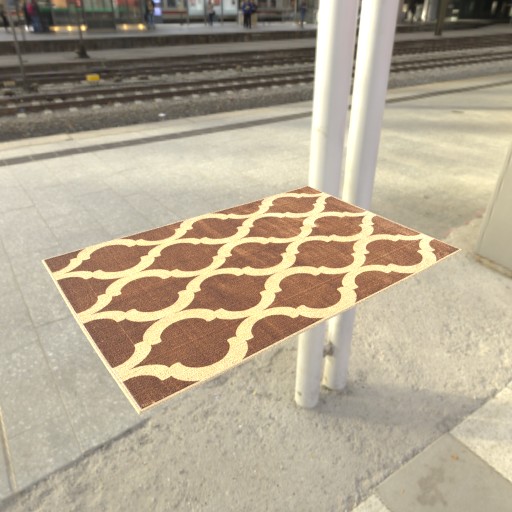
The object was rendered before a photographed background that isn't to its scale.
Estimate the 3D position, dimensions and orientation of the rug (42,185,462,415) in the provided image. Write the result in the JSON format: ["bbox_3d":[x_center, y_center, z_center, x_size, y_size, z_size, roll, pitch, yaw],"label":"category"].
[{"bbox_3d":[0.000,0.000,2.868,2.290,0.014,1.526,-20,35,-31],"label":"rug"}]
